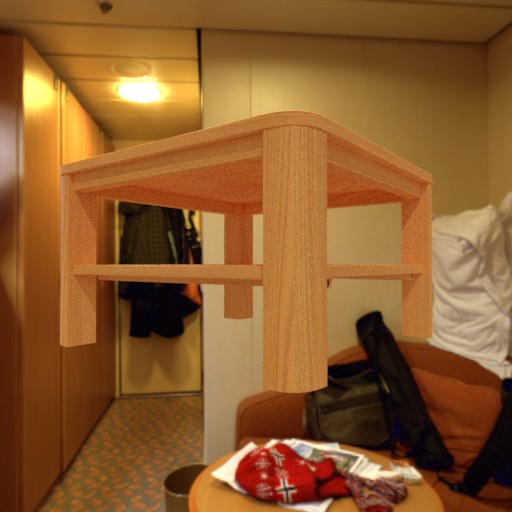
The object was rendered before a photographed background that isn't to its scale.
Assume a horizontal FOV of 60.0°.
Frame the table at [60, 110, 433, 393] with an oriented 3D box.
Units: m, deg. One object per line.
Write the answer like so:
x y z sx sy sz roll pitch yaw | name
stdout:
0.000 0.000 1.202 0.750 0.450 0.750 -1 -1 37 | table
